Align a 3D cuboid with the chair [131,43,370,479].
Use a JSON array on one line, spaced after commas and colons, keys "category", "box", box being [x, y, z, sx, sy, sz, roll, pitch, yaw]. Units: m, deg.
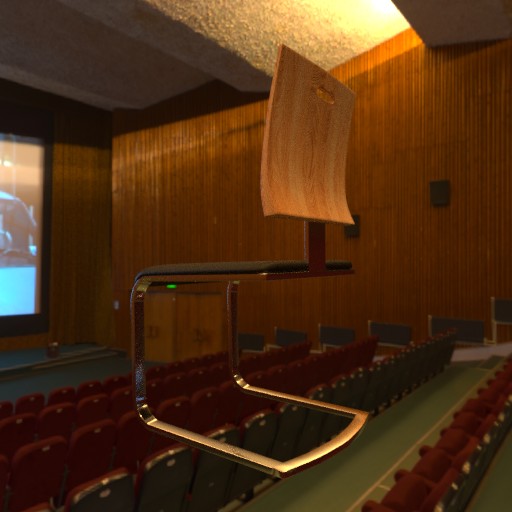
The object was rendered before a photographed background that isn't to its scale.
[{"category": "chair", "box": [0.000, 0.000, 1.253, 0.560, 0.936, 0.462, 0, 0, 37]}]
